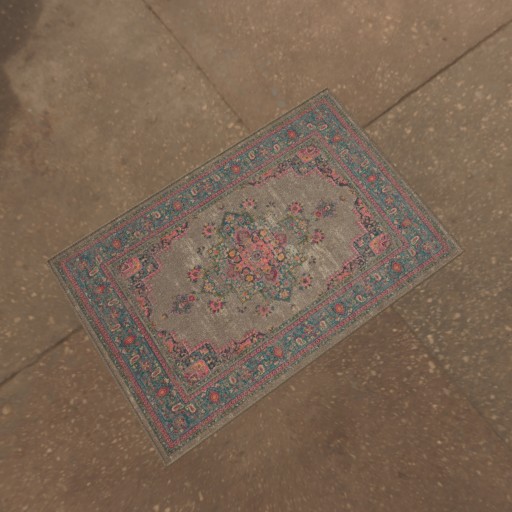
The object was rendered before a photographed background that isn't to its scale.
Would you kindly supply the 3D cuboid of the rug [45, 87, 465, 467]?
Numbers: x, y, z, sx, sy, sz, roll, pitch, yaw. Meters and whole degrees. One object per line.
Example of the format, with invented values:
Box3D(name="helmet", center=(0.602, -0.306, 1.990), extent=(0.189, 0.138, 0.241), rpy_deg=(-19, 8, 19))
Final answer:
Box3D(name="rug", center=(0.000, 0.000, 2.196), extent=(1.748, 0.014, 1.144), rpy_deg=(-34, 78, -8))
